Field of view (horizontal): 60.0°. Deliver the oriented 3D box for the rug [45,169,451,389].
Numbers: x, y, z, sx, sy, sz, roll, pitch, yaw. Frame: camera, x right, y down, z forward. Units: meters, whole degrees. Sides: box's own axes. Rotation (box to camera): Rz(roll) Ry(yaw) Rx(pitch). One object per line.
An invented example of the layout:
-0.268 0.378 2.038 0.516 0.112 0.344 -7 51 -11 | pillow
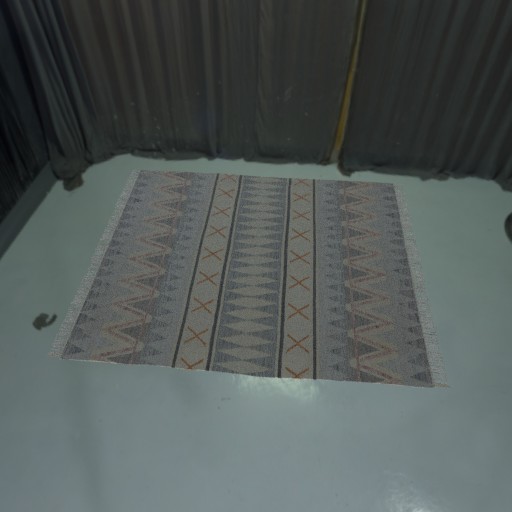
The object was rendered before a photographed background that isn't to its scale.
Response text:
0.000 0.000 4.033 3.000 0.012 2.371 4 48 3 | rug
